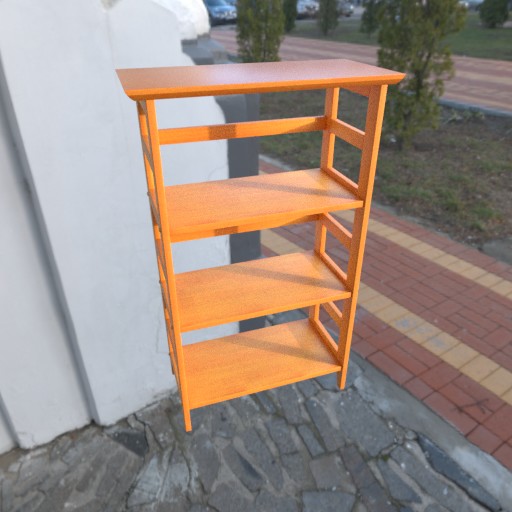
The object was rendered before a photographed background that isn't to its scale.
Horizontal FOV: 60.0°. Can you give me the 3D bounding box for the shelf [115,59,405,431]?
[{"bbox_3d":[0.000,0.000,1.375,0.660,1.067,0.305,-10,32,-16],"label":"shelf"}]
